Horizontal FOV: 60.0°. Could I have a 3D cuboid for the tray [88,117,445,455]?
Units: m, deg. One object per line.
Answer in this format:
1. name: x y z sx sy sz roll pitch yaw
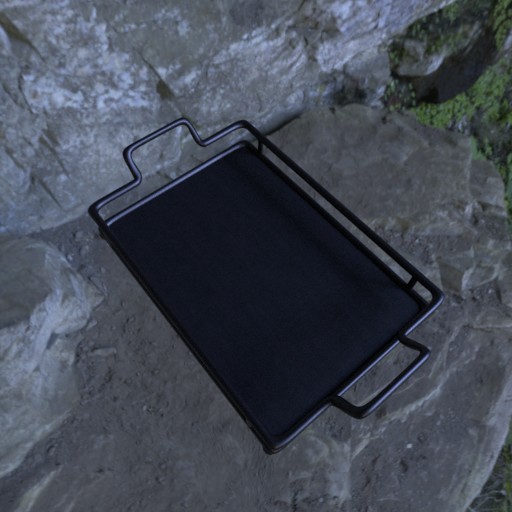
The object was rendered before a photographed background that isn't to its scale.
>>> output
1. tray: 0.000 0.000 0.618 0.297 0.101 0.495 -35 65 -19
